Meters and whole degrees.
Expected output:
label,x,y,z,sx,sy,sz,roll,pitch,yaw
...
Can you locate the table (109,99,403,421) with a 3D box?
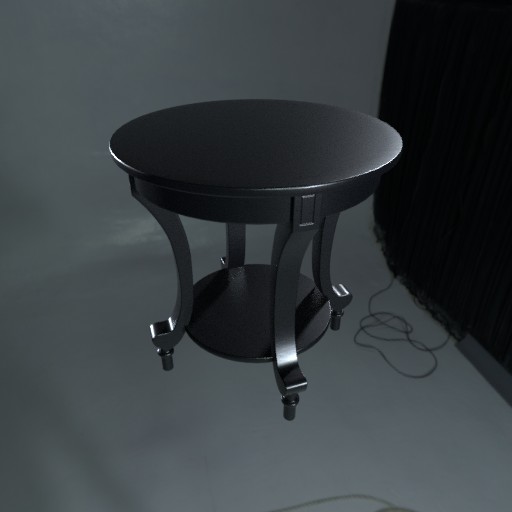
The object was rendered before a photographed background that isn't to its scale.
label,x,y,z,sx,sy,sz,roll,pitch,yaw
table,0.000,0.000,1.096,0.597,0.618,0.597,0,32,0
